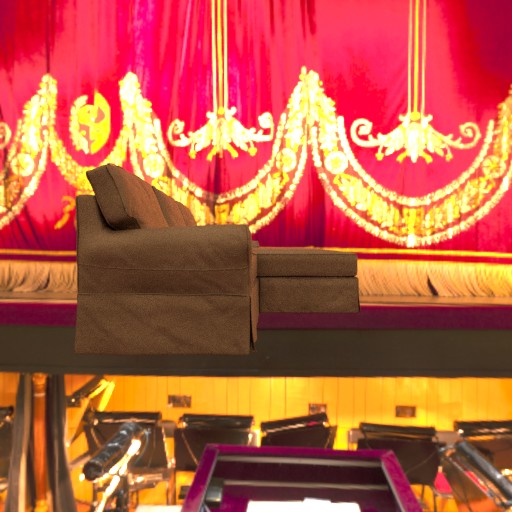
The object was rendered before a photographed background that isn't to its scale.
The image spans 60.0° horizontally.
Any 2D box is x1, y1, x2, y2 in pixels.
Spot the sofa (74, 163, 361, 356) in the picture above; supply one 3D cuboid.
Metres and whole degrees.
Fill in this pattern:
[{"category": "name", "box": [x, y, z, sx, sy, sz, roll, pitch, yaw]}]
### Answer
[{"category": "sofa", "box": [0.000, 0.000, 3.343, 1.733, 0.978, 2.475, 0, 0, 1]}]
